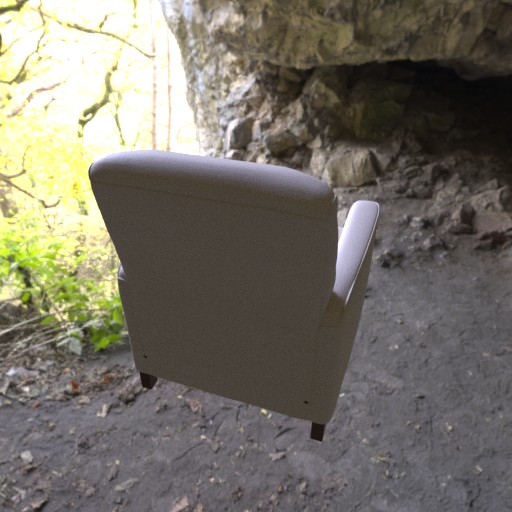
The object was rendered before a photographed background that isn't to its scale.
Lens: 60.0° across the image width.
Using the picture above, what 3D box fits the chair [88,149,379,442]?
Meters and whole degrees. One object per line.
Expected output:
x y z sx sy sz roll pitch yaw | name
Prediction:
0.000 0.000 1.689 0.841 1.028 0.858 11 35 16 | chair
